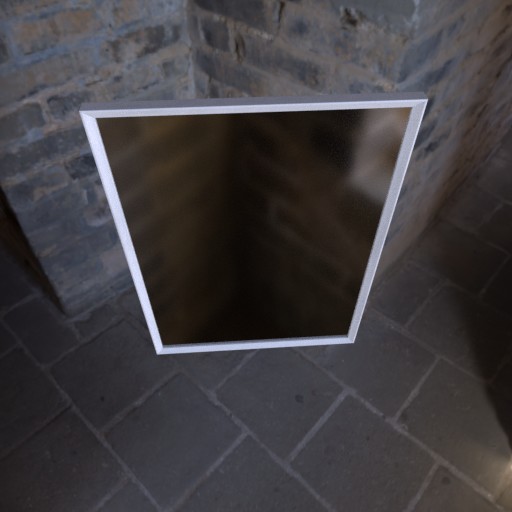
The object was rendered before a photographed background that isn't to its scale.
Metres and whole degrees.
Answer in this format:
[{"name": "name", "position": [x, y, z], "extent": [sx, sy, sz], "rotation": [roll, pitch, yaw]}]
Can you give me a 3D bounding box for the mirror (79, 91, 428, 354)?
[{"name": "mirror", "position": [0.000, 0.000, 1.353], "extent": [0.762, 1.016, 0.041], "rotation": [-3, 48, -3]}]
